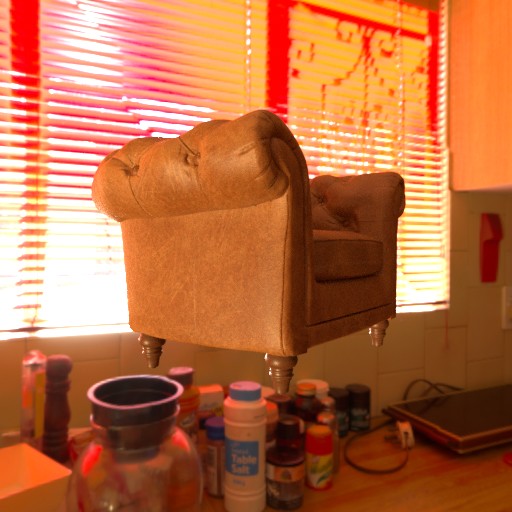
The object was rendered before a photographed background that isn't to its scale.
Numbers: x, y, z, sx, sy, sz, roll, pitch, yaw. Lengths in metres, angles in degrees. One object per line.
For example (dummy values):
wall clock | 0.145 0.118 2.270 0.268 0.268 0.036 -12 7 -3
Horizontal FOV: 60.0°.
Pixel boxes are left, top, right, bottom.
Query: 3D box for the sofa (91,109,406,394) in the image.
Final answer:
sofa | 0.000 0.000 2.022 1.033 0.878 1.405 0 1 35
